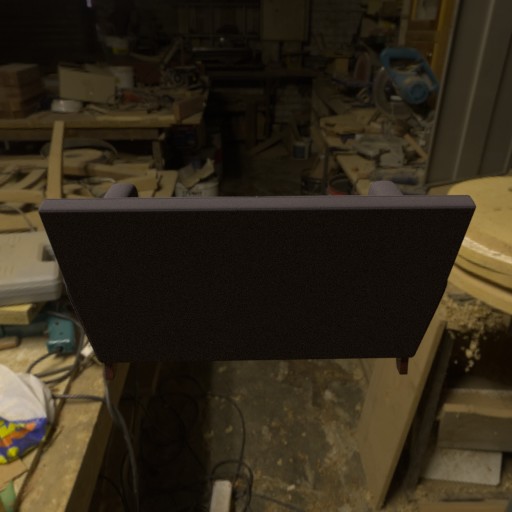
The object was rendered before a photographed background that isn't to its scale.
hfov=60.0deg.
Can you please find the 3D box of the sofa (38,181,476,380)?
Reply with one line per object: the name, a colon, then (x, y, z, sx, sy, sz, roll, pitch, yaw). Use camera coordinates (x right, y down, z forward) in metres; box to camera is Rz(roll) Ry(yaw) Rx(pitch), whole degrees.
sofa: (0.000, 0.000, 1.928, 1.420, 0.846, 0.871, -1, 29, -1)
